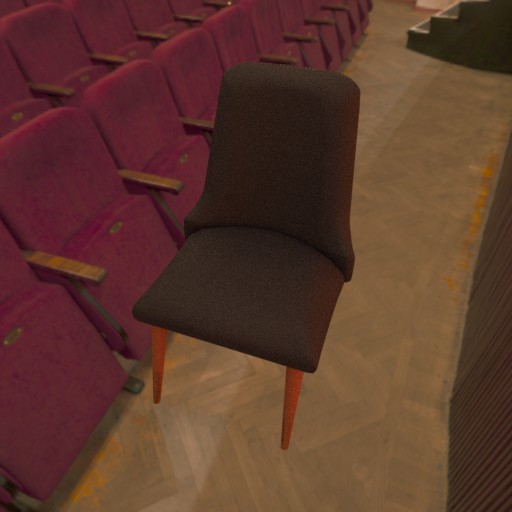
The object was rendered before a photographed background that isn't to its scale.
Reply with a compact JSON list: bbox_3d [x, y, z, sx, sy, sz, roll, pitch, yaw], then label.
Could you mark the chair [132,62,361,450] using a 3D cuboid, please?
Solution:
[{"bbox_3d":[0.000,0.000,1.184,0.504,0.820,0.567,14,43,15],"label":"chair"}]
